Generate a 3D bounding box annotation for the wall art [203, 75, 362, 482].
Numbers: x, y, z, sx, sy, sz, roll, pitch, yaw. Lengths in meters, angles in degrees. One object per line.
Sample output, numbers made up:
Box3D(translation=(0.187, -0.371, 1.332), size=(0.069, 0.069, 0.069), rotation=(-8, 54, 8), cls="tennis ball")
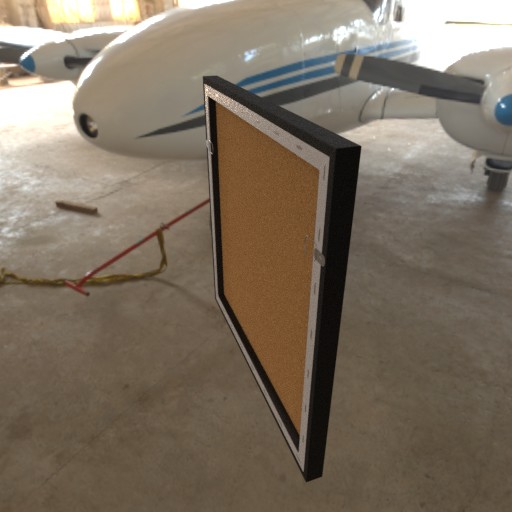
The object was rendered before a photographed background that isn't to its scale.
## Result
Box3D(translation=(0.000, 0.000, 1.122), size=(0.044, 0.758, 0.758), rotation=(-10, 31, -17), cls="wall art")
